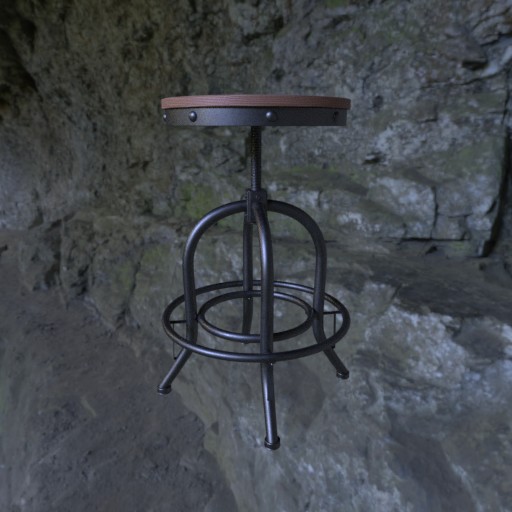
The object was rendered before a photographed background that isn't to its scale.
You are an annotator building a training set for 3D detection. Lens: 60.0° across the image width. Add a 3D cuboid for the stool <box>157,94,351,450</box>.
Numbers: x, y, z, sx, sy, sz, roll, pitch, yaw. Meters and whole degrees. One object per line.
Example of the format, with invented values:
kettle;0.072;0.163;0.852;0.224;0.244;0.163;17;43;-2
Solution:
stool;0.000;0.000;0.919;0.439;0.609;0.439;-2;17;-8
